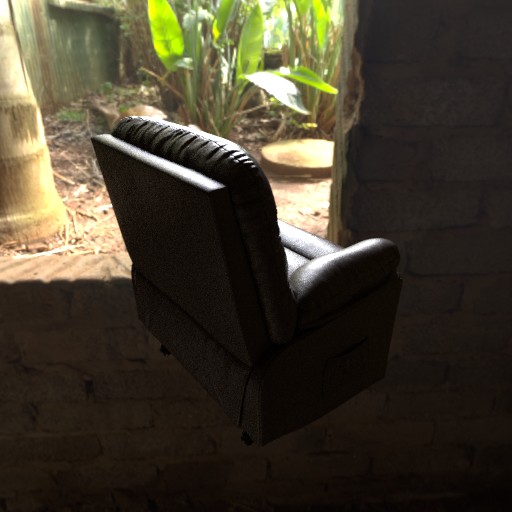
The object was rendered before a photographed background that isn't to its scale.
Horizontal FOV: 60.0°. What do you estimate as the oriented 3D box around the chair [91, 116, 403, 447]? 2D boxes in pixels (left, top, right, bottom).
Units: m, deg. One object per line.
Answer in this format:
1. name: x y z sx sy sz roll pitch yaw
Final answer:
1. chair: 0.000 0.000 1.720 0.879 1.041 0.940 -19 33 -33
